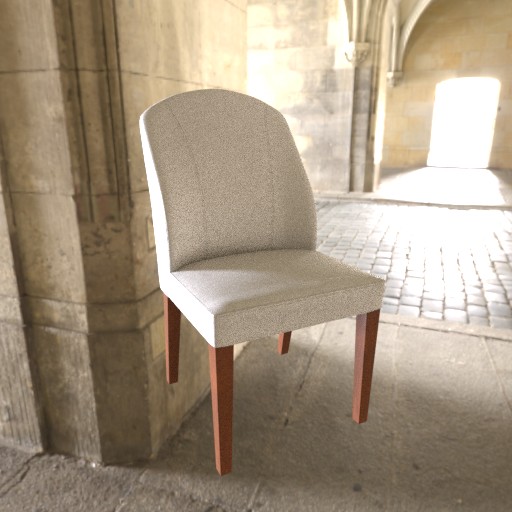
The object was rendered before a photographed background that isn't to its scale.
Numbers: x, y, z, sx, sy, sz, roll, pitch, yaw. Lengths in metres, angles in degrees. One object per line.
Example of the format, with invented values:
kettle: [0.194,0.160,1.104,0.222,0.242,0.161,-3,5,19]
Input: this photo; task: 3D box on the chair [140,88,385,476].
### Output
chair: [0.000,0.000,1.215,0.472,0.893,0.540,-8,19,-26]
